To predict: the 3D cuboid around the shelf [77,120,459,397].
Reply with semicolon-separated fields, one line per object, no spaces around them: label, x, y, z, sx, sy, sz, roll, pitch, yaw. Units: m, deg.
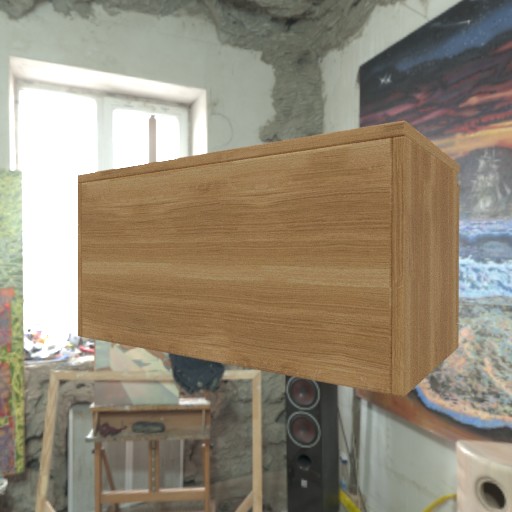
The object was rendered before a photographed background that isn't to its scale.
shelf;0.000;0.000;1.030;0.800;0.400;0.400;0;1;35
